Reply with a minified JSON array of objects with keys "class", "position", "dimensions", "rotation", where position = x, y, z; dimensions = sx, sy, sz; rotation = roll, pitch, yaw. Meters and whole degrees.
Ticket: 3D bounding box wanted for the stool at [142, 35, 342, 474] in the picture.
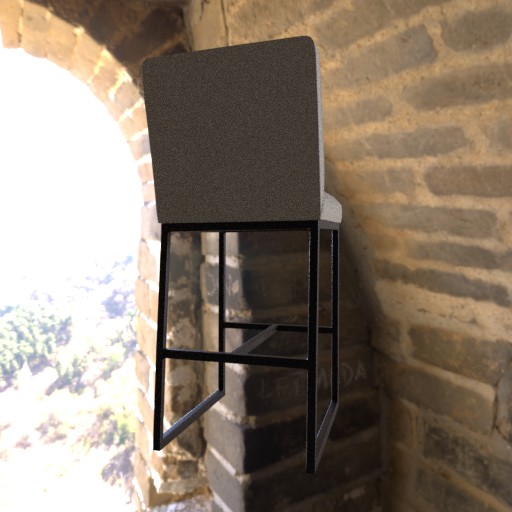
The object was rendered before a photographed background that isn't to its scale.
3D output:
[{"class":"stool","position":[0.000,0.000,1.341],"dimensions":[0.460,1.040,0.560],"rotation":[0,1,17]}]
